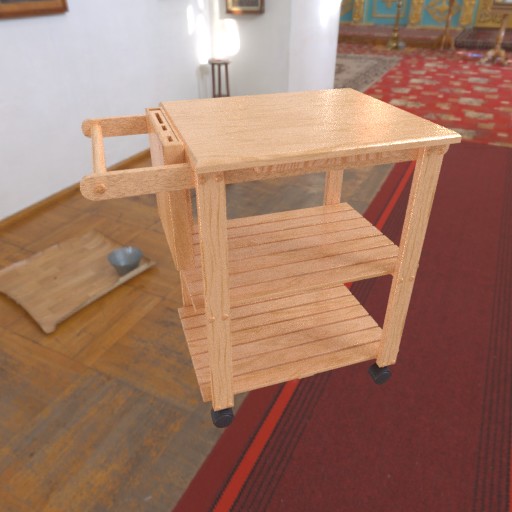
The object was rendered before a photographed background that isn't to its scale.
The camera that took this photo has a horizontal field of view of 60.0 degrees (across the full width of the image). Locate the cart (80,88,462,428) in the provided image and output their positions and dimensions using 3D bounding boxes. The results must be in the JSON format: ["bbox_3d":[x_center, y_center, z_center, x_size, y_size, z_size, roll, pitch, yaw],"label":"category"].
[{"bbox_3d":[0.000,0.000,1.316,0.843,0.816,0.520,-10,34,-15],"label":"cart"}]
